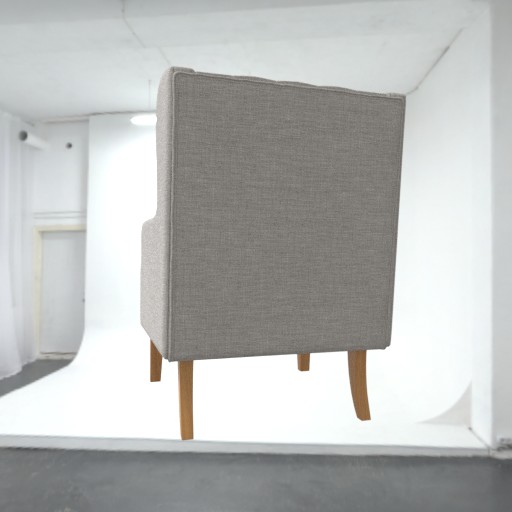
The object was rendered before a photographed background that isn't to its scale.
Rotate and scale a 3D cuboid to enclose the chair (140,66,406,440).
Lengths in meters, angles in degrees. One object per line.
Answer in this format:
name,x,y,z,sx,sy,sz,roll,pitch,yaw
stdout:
chair,0.000,0.000,1.441,0.710,0.930,0.760,0,-1,-16
